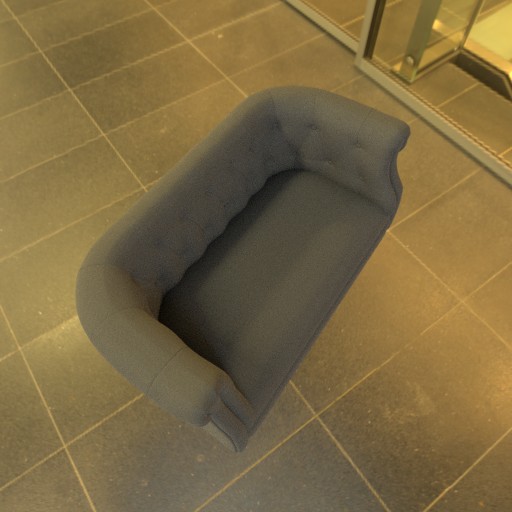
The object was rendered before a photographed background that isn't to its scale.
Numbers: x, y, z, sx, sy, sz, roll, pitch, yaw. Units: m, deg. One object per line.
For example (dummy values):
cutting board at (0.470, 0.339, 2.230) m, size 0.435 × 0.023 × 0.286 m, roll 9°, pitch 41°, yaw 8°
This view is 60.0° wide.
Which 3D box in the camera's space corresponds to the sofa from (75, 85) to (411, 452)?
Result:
sofa at (0.000, 0.000, 2.036) m, size 0.835 × 0.827 × 1.558 m, roll 31°, pitch 64°, yaw 17°
